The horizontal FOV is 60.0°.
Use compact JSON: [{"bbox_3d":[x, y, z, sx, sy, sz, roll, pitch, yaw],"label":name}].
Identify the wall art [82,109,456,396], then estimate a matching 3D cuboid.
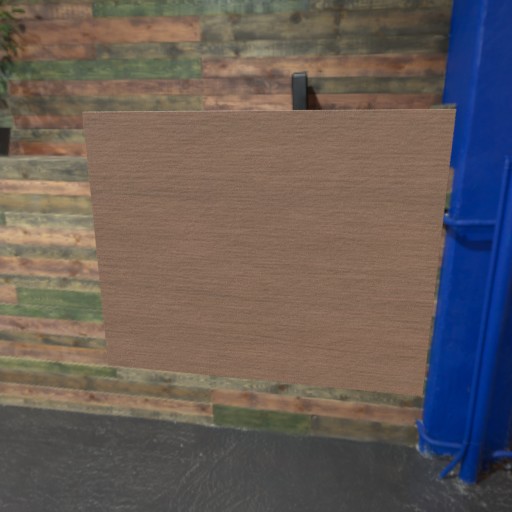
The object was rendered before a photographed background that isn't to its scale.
[{"bbox_3d":[0.000,0.000,0.655,0.508,0.408,0.010,3,16,10],"label":"wall art"}]
